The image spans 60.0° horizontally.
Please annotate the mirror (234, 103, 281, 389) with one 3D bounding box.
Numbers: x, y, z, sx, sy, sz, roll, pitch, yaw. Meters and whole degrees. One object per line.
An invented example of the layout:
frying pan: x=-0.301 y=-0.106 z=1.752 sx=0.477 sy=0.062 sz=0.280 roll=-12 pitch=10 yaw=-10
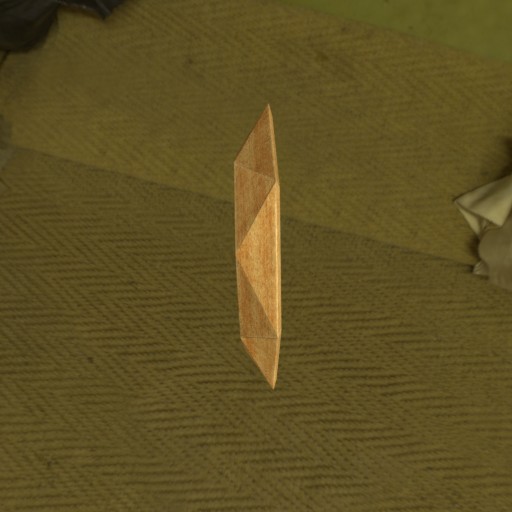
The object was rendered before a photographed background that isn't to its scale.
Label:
mirror: x=0.000 y=0.000 z=0.998 sx=0.070 sy=0.774 sz=0.577 roll=-2 pitch=74 yaw=0
